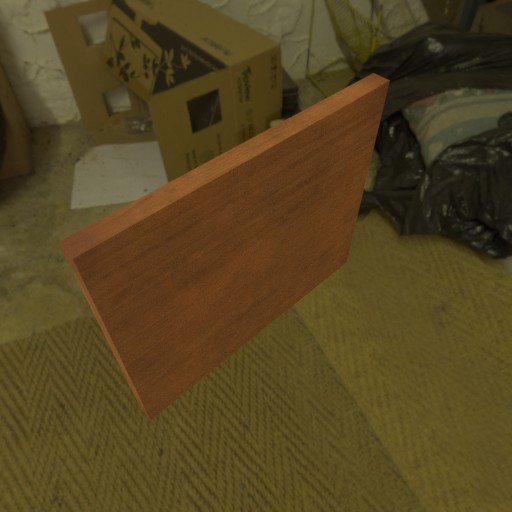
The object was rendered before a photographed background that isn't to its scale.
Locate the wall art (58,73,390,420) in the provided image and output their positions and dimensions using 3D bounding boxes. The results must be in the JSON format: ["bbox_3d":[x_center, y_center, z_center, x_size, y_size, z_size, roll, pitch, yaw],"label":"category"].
[{"bbox_3d":[0.000,0.000,0.773,0.558,0.457,0.033,-35,58,-26],"label":"wall art"}]
